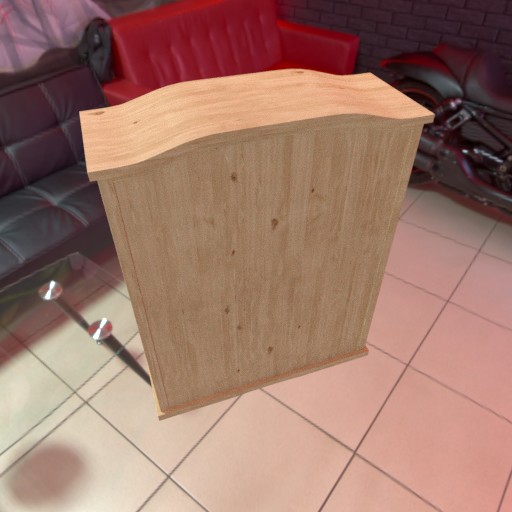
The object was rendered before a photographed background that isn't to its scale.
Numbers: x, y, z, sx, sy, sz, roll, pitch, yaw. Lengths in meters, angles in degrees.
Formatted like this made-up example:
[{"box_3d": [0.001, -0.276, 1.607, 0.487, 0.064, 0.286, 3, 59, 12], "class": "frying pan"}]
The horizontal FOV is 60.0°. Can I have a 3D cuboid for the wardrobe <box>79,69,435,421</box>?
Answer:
[{"box_3d": [0.000, 0.000, 2.568, 1.500, 1.870, 0.570, -13, 43, -15], "class": "wardrobe"}]
